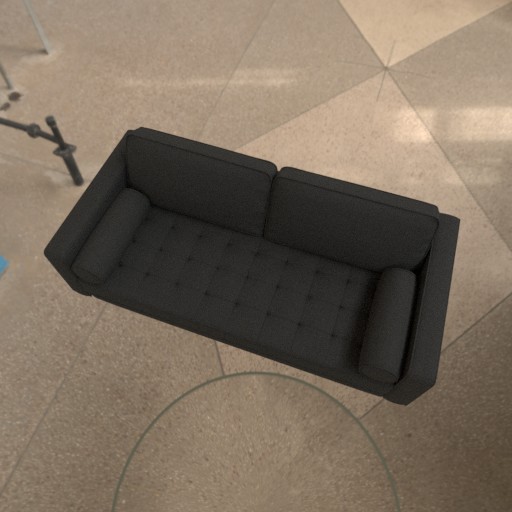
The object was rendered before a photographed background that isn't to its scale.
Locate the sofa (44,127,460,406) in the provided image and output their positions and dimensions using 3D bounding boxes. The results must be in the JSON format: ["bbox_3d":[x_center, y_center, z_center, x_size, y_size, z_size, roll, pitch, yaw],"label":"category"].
[{"bbox_3d":[0.000,0.000,2.330,1.875,0.759,0.914,17,61,10],"label":"sofa"}]
